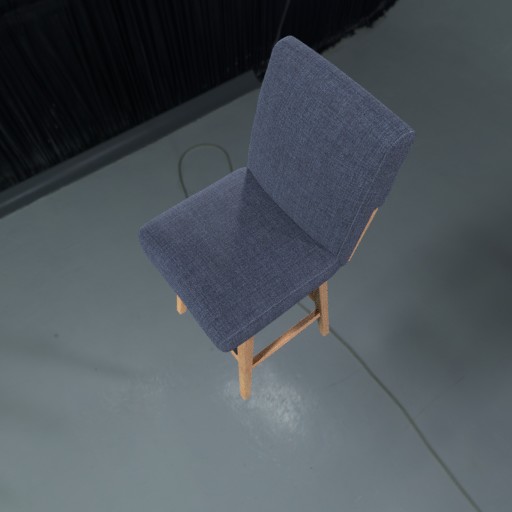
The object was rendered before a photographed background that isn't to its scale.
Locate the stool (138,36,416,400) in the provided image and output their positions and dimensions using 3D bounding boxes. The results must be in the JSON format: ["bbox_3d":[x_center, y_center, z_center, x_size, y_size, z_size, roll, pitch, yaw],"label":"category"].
[{"bbox_3d":[0.000,0.000,1.411,0.570,1.112,0.483,-35,67,-17],"label":"stool"}]
